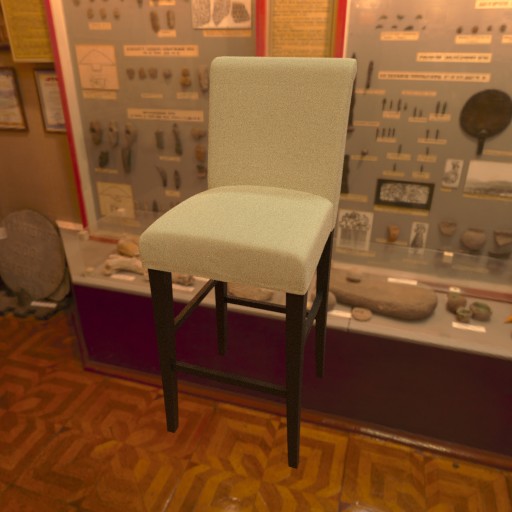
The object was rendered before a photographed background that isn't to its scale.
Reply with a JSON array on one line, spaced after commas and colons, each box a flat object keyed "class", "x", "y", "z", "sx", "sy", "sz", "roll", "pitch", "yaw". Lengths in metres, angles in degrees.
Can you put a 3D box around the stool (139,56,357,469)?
[{"class": "stool", "x": 0.000, "y": 0.000, "z": 1.395, "sx": 0.452, "sy": 1.124, "sz": 0.597, "roll": 9, "pitch": 28, "yaw": 17}]
